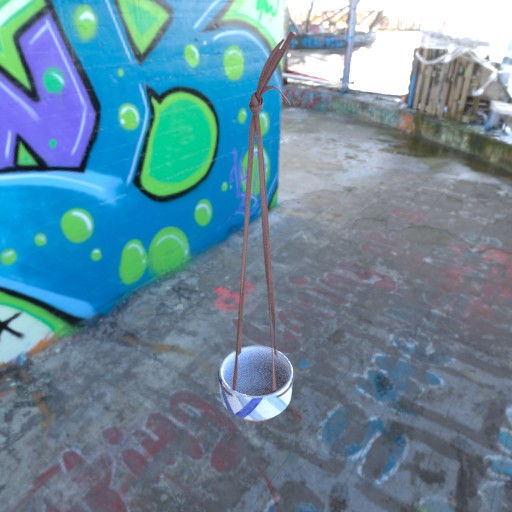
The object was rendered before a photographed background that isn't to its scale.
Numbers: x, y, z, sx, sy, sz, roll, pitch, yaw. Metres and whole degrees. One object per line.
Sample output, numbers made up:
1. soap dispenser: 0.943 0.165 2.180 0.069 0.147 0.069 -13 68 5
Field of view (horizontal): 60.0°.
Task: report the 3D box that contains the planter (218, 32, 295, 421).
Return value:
1. planter: 0.000 0.000 0.831 0.166 0.751 0.166 19 35 29
